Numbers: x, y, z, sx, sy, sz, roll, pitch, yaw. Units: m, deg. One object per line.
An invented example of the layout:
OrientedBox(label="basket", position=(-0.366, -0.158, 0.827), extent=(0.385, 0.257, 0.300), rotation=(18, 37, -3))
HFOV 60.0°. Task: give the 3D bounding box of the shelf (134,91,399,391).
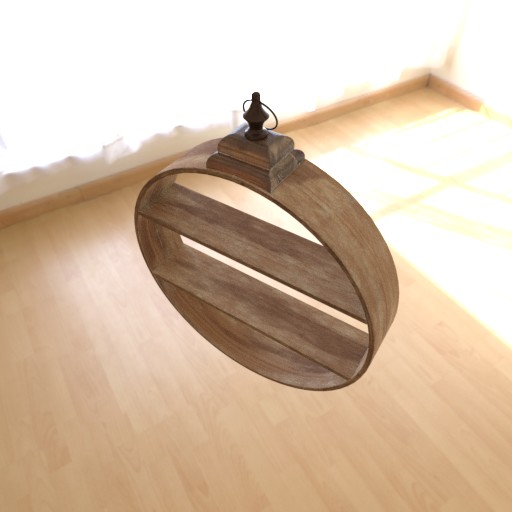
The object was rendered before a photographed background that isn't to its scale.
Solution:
OrientedBox(label="shelf", position=(0.000, 0.000, 0.943), extent=(0.601, 0.725, 0.125), rotation=(25, 51, 22))
